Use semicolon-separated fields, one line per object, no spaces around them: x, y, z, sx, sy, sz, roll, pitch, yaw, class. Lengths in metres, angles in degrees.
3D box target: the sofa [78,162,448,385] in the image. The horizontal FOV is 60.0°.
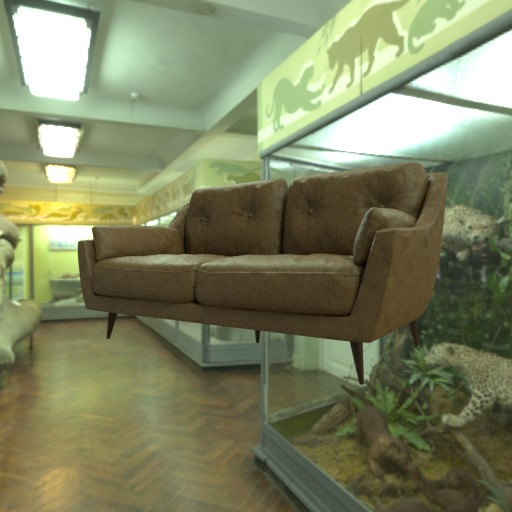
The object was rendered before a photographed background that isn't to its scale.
0.000;0.000;2.242;1.731;0.886;0.981;0;0;36;sofa
